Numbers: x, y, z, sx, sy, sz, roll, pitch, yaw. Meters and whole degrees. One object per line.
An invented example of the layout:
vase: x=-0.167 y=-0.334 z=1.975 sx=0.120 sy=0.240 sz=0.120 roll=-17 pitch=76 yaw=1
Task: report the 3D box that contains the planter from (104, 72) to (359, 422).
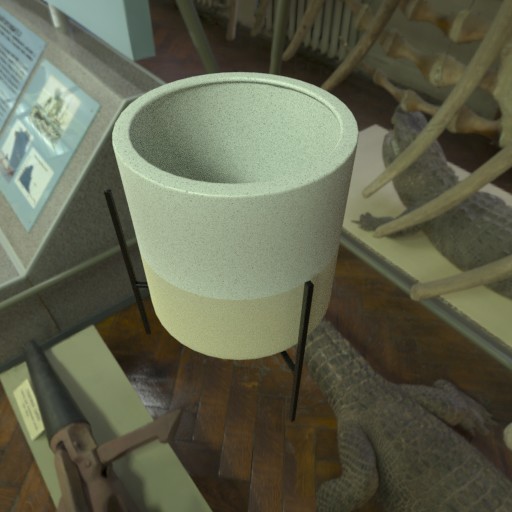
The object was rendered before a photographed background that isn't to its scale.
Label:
planter: x=0.000 y=0.000 z=0.554 sx=0.263 sy=0.362 sz=0.267 roll=-30 pitch=52 yaw=-26
